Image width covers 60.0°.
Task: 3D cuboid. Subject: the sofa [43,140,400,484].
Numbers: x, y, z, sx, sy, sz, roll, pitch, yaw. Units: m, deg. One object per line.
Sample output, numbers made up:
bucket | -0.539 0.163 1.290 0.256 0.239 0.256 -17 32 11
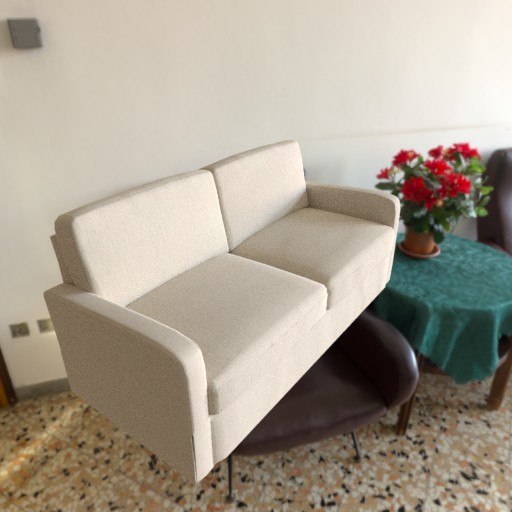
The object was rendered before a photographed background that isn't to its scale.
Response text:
sofa | 0.000 0.000 2.241 0.894 0.831 1.808 19 33 32
